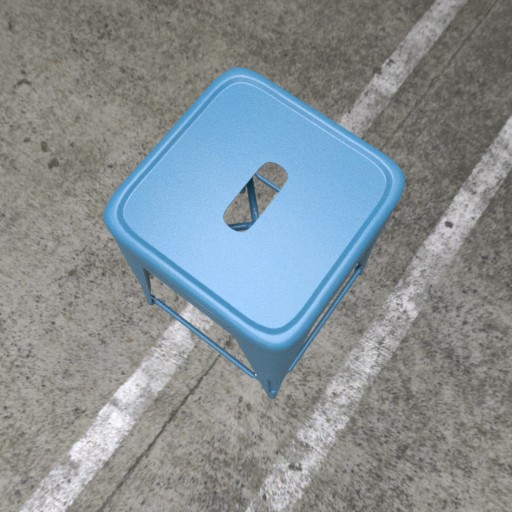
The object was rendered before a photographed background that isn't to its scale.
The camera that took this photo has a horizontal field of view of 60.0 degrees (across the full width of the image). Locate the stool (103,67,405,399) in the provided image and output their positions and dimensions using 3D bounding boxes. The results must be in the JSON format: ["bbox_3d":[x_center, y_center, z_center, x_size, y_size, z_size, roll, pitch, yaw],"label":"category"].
[{"bbox_3d":[0.000,0.000,0.869,0.410,0.608,0.410,36,78,9],"label":"stool"}]
